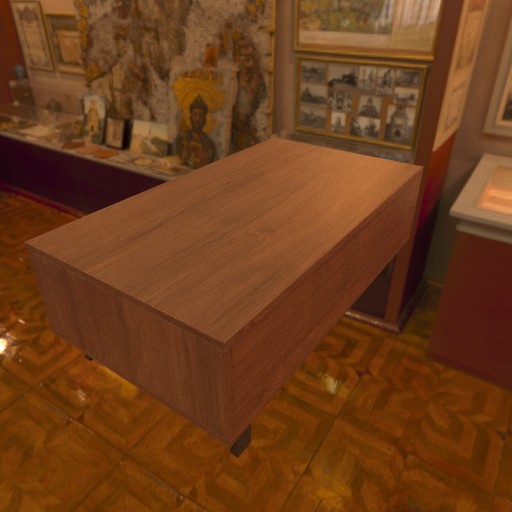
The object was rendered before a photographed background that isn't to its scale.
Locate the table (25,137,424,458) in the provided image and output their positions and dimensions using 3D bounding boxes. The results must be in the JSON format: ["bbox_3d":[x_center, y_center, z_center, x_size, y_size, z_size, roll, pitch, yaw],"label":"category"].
[{"bbox_3d":[0.000,0.000,1.316,0.600,0.380,1.020,20,36,30],"label":"table"}]
